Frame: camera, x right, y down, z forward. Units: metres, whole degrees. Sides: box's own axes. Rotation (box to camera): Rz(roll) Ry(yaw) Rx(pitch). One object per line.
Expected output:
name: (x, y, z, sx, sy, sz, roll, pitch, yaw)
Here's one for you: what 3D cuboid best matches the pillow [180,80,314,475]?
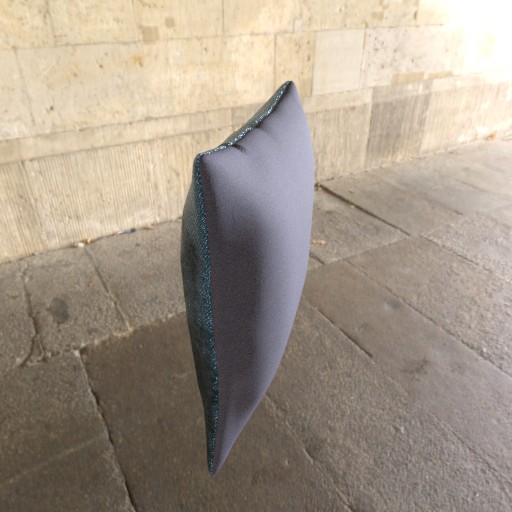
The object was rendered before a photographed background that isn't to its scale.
pillow: (0.000, 0.000, 0.649, 0.138, 0.430, 0.436, 8, 32, 12)
